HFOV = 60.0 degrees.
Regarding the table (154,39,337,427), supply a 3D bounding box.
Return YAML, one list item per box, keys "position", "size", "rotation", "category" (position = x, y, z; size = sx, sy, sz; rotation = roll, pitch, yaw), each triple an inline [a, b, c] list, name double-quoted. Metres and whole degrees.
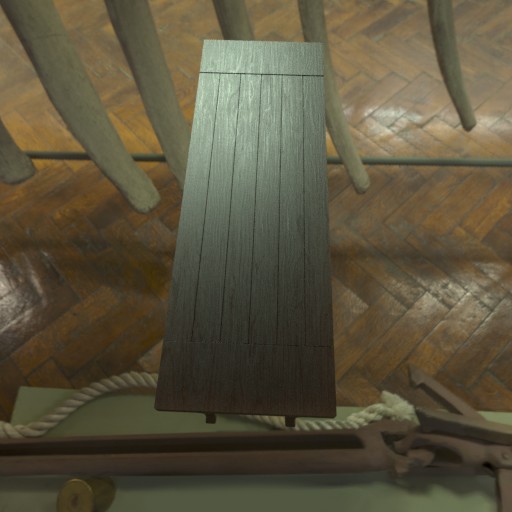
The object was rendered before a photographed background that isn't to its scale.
- position: [0.000, 0.000, 1.442]
  size: [0.373, 0.768, 1.062]
  rotation: [2, 64, 1]
  category: "table"
